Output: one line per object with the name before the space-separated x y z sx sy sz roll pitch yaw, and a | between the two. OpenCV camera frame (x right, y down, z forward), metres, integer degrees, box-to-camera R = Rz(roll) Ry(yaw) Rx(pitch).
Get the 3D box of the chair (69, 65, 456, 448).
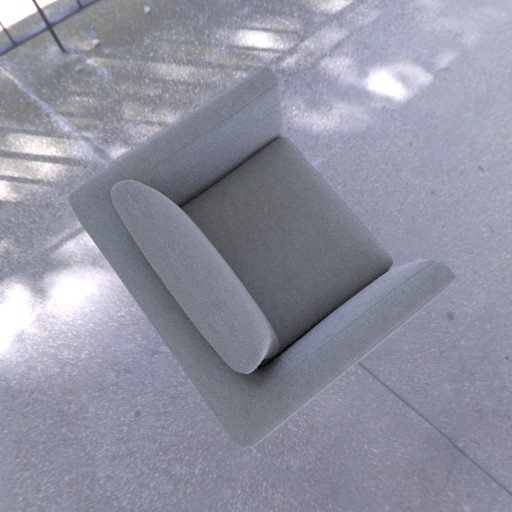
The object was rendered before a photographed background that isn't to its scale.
chair | 0.000 0.000 1.720 0.889 0.864 1.041 -36 78 -9
